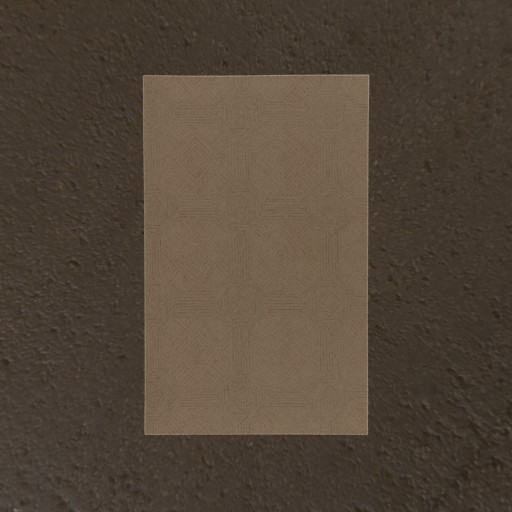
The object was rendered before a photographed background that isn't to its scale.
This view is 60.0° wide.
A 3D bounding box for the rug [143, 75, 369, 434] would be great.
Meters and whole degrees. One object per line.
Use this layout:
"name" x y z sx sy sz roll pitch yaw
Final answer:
"rug" 0.000 0.000 3.007 1.524 0.008 2.440 0 91 0
